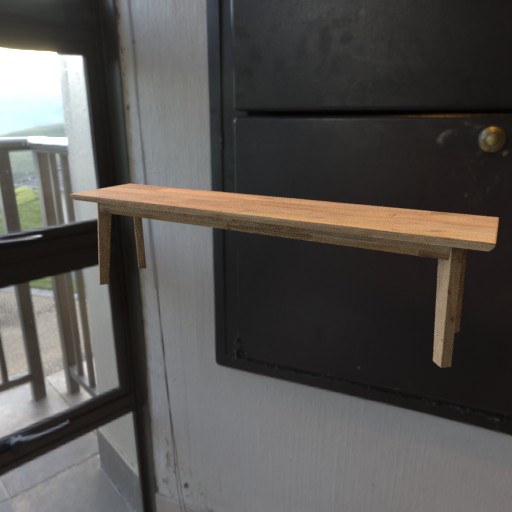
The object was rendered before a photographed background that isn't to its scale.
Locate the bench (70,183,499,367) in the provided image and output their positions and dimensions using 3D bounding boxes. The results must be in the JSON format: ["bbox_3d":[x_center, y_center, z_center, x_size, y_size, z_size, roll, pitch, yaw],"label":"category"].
[{"bbox_3d":[0.000,0.000,1.819,1.698,0.431,0.378,9,20,27],"label":"bench"}]
